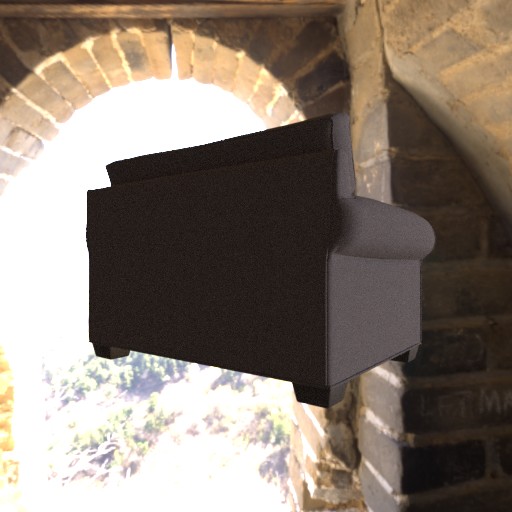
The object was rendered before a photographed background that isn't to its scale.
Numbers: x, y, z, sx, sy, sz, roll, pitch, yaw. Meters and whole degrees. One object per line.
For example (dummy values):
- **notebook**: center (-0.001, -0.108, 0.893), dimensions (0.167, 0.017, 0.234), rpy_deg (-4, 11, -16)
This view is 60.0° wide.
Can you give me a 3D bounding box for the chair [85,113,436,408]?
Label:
- **chair**: center (0.000, 0.000, 2.033), dimensions (1.390, 0.930, 0.930), rpy_deg (0, 0, 37)
